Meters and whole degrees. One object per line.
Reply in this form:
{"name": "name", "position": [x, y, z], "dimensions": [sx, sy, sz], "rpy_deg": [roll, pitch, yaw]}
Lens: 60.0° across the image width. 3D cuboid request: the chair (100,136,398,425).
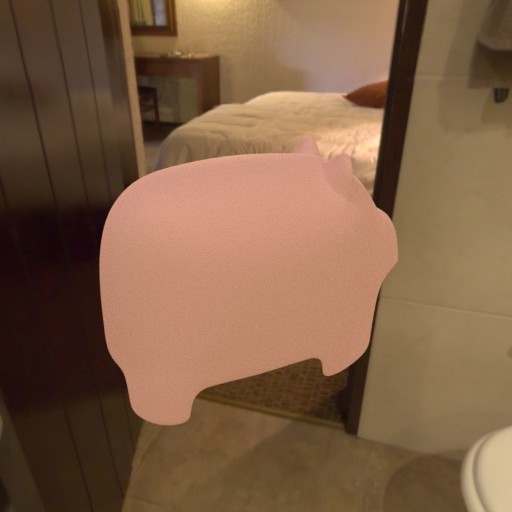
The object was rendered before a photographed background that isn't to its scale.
{"name": "chair", "position": [0.000, 0.000, 0.893], "dimensions": [0.619, 0.423, 0.364], "rpy_deg": [-10, 30, -18]}
